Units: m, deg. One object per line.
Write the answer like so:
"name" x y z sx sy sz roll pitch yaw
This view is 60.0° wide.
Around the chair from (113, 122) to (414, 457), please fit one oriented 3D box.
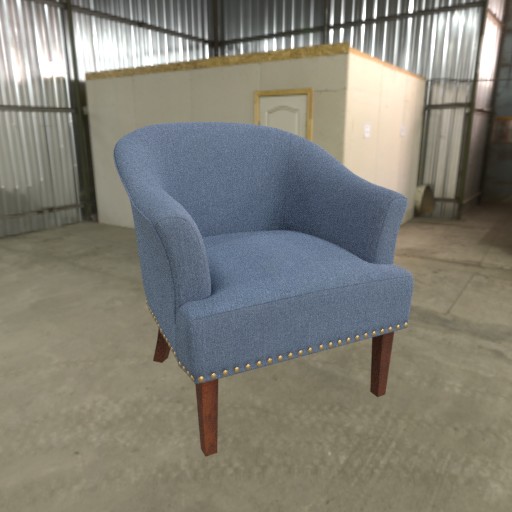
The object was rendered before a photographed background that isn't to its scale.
"chair" 0.000 0.000 1.401 0.772 0.815 0.704 -8 18 -26
